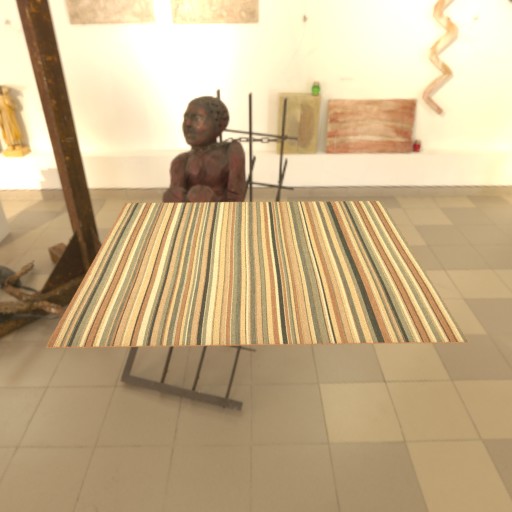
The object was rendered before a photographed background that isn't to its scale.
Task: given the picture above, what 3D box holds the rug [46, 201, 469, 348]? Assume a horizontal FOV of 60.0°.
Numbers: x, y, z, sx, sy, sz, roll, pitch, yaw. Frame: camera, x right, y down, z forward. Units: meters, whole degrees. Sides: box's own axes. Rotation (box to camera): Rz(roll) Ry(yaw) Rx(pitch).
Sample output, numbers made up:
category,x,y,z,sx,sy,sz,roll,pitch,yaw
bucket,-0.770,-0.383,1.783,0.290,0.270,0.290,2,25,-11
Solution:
category,x,y,z,sx,sy,sz,roll,pitch,yaw
rug,0.000,0.000,4.213,3.045,0.011,2.436,-1,32,-1
